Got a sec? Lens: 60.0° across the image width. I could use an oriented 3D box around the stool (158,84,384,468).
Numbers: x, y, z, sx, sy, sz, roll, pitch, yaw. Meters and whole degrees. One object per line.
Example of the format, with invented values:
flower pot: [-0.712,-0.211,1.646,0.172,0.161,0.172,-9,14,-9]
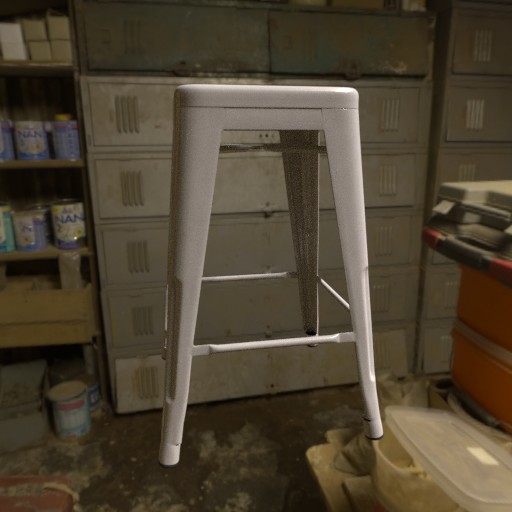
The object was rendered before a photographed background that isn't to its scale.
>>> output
stool: [0.000,0.000,0.881,0.406,0.610,0.406,-3,16,-10]
